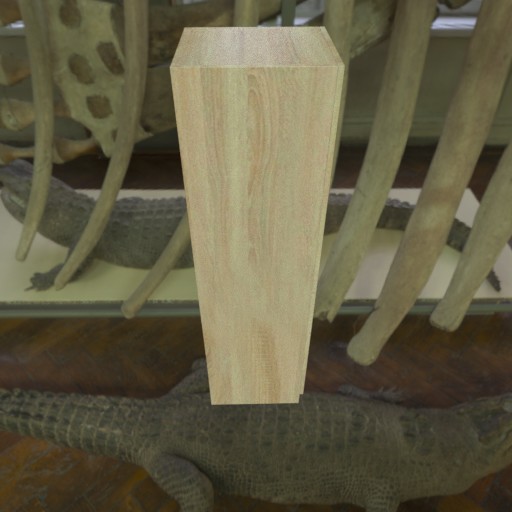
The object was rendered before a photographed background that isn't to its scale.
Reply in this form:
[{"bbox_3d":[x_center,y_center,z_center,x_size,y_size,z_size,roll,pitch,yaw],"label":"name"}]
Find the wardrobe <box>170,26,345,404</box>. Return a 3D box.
[{"bbox_3d":[0.000,0.000,2.368,0.588,2.117,0.496,-1,41,-1],"label":"wardrobe"}]
